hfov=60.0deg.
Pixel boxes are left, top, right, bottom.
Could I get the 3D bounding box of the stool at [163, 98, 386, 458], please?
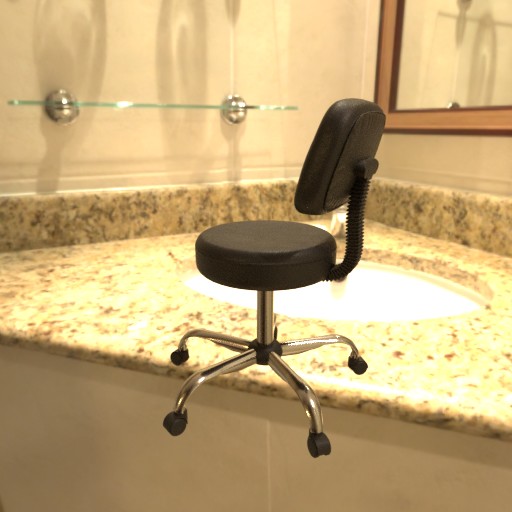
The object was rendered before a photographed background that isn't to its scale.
[{"bbox_3d":[0.000,0.000,1.306,0.648,0.862,0.673,8,19,25],"label":"stool"}]
